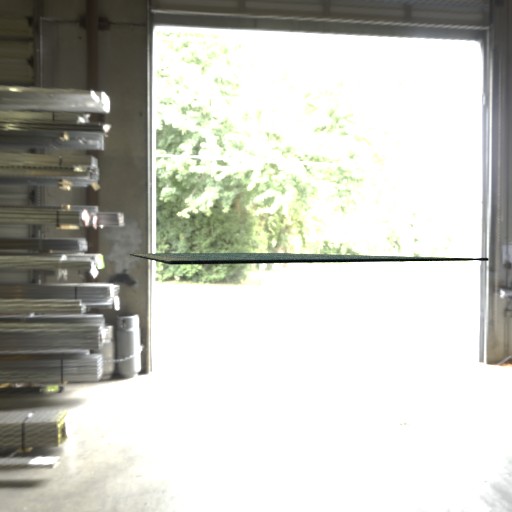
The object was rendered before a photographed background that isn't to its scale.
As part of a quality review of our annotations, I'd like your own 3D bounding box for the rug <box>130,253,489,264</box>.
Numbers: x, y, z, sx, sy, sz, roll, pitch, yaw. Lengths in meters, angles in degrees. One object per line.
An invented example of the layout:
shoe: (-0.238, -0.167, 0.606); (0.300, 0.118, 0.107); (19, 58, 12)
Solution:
rug: (0.000, 0.000, 3.017); (1.530, 0.015, 2.449); (0, 1, -19)
